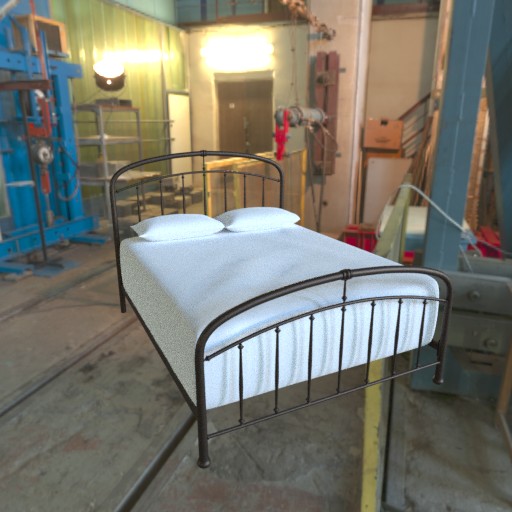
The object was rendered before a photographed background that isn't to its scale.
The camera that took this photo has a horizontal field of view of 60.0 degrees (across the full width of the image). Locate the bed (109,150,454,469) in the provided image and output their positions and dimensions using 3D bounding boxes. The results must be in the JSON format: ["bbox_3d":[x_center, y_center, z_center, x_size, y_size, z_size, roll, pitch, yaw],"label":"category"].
[{"bbox_3d":[0.000,0.000,3.293,1.711,1.425,2.180,-8,19,-25],"label":"bed"}]
